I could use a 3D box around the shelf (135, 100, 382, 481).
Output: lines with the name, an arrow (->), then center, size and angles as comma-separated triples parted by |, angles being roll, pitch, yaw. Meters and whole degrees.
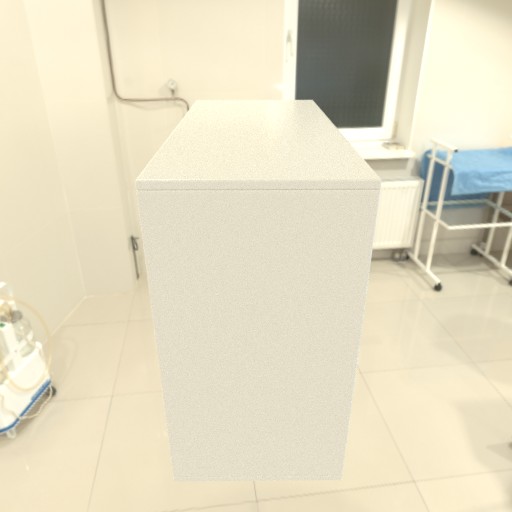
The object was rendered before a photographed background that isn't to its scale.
shelf -> 0.000, 0.000, 1.274 | 0.396, 0.732, 0.895 | 0, 27, 0
